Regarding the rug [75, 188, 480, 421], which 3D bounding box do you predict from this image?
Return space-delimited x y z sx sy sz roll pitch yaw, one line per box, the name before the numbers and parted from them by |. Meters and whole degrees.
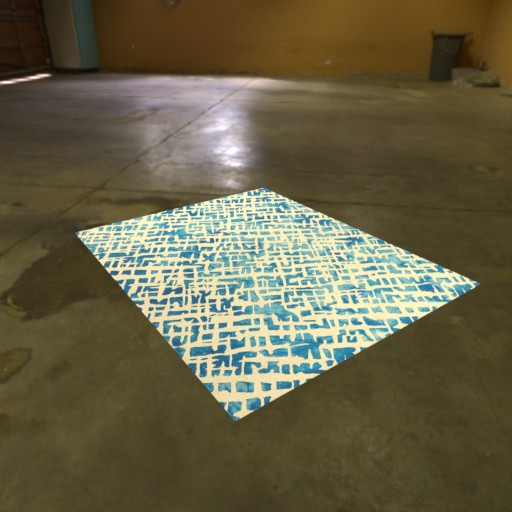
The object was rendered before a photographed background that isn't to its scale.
rug | 0.000 0.000 4.111 2.435 0.007 3.007 -18 33 -31
